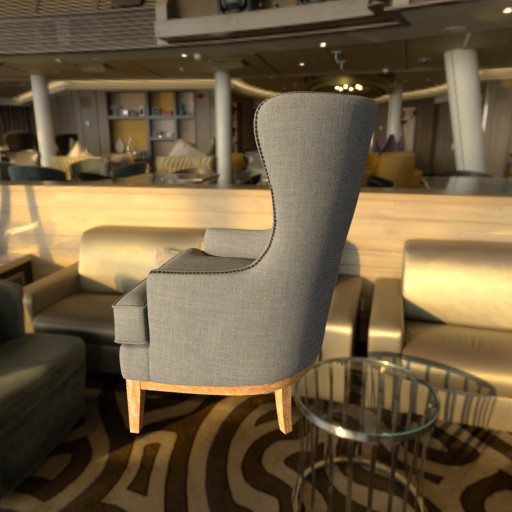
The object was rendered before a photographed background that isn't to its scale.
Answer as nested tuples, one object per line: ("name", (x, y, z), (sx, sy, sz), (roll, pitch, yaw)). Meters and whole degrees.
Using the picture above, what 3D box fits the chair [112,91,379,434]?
("chair", (0.000, 0.000, 1.798), (0.883, 1.176, 0.864), (2, 15, 8))
